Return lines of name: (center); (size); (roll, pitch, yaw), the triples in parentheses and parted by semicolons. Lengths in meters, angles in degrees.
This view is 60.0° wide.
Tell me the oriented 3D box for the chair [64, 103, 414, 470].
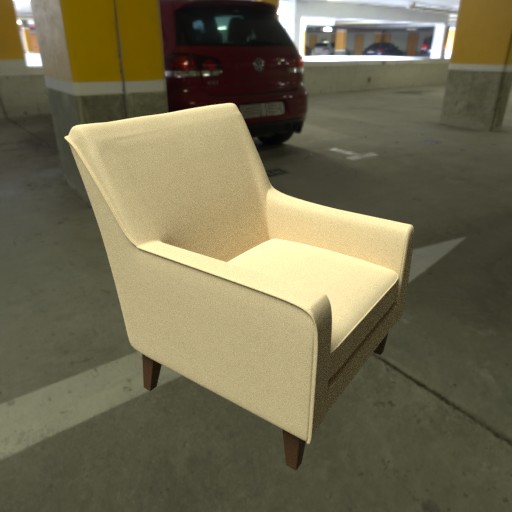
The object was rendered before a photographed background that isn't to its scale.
chair: (0.000, 0.000, 1.571); (0.899, 0.919, 0.780); (17, 30, 32)
